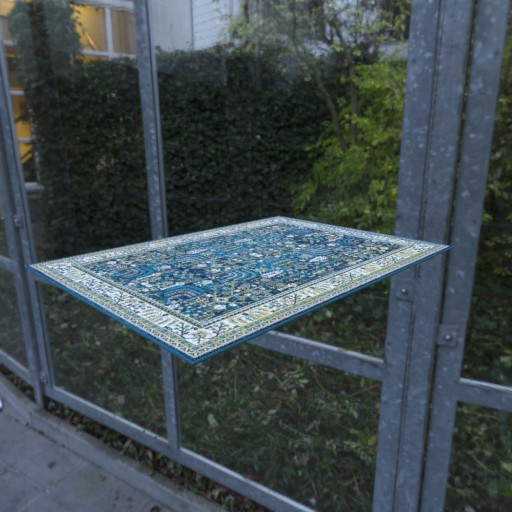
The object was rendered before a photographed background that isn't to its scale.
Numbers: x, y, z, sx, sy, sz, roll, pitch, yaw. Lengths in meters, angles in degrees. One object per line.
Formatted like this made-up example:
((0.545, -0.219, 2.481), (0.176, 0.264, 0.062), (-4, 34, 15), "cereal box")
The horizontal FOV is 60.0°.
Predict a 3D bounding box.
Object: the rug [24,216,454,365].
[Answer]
((0.000, 0.000, 2.786), (1.594, 0.013, 2.213), (15, 22, 43), "rug")
